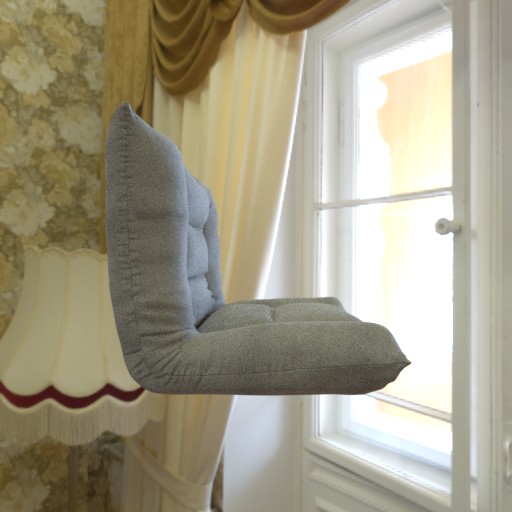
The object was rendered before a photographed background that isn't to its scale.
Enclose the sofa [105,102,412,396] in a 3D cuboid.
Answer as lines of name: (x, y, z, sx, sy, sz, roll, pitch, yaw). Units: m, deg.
sofa: (0.000, 0.000, 1.711, 0.847, 0.795, 1.144, 0, -1, 1)
